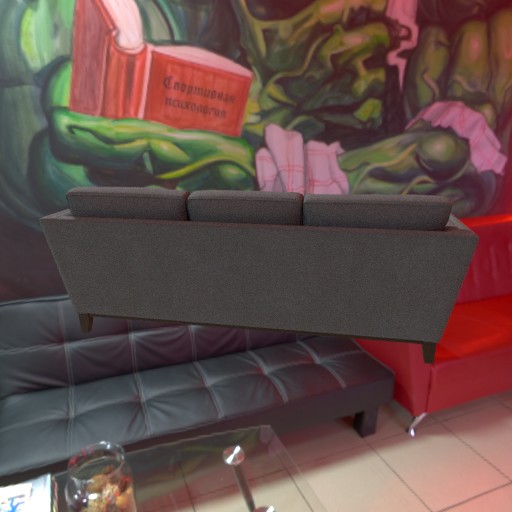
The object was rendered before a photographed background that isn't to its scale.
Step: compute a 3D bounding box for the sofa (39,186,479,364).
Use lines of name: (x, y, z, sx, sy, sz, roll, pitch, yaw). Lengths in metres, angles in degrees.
sofa: (0.000, 0.000, 2.889, 2.387, 0.940, 0.965, 3, 17, 10)
